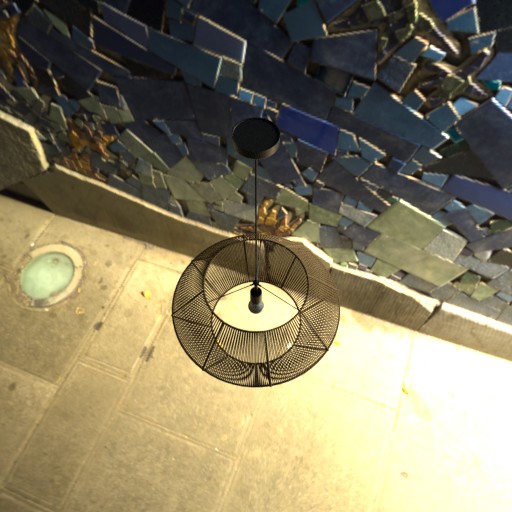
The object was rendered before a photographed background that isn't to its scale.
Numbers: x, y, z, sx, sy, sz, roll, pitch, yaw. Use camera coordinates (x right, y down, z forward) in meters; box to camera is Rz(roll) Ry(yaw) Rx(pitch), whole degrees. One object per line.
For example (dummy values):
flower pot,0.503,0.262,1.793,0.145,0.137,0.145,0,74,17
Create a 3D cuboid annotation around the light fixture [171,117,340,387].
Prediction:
light fixture,0.000,0.000,1.396,0.643,1.009,0.643,0,58,0
